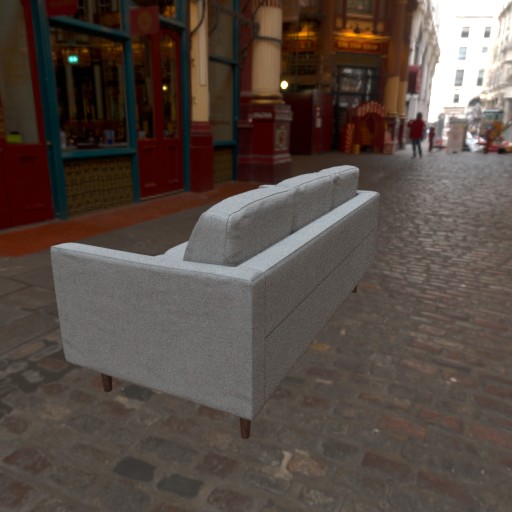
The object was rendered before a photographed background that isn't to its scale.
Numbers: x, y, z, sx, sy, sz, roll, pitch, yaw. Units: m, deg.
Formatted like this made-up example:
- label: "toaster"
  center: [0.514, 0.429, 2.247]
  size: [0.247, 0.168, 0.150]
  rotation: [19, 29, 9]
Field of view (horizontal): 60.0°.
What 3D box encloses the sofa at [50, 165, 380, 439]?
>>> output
- label: "sofa"
  center: [0.000, 0.000, 2.481]
  size: [0.944, 0.918, 1.983]
  rotation: [8, 19, 25]
